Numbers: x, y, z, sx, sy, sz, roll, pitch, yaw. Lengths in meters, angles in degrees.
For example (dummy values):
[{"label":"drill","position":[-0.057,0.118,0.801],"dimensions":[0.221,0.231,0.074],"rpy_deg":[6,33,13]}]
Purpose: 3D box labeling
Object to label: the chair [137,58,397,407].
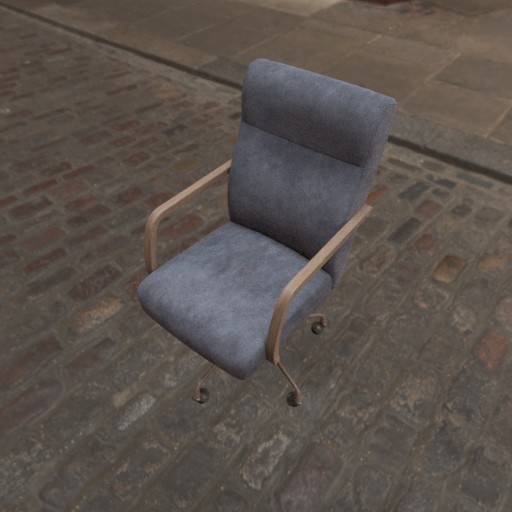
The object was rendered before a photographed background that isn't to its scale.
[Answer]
[{"label":"chair","position":[0.000,0.000,1.508],"dimensions":[0.640,1.029,0.741],"rpy_deg":[29,52,26]}]
